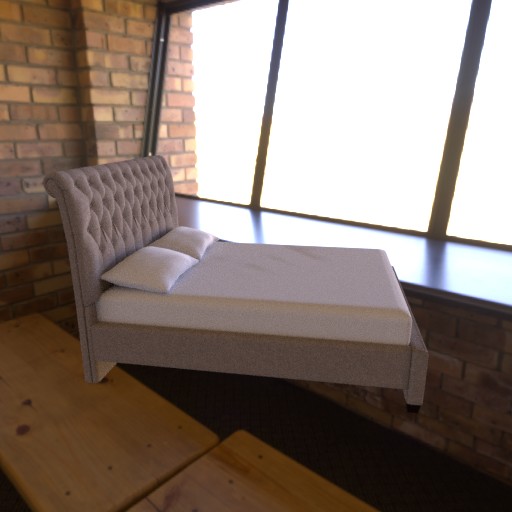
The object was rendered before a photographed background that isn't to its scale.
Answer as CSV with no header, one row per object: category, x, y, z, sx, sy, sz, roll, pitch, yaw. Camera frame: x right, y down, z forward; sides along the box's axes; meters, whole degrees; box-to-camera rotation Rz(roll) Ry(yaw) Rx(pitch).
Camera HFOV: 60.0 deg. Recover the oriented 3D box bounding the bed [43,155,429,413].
bed,0.000,0.000,3.351,2.252,1.371,1.645,3,17,10
